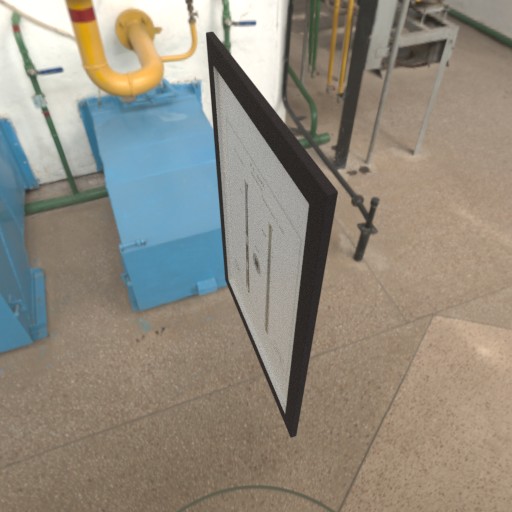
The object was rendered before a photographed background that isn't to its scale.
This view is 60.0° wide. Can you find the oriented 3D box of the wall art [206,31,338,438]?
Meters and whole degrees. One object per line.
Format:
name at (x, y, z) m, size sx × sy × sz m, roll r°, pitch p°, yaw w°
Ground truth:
wall art at (0.000, 0.000, 0.683) m, size 0.012 × 0.529 × 0.374 m, roll -15°, pitch 49°, yaw -14°
